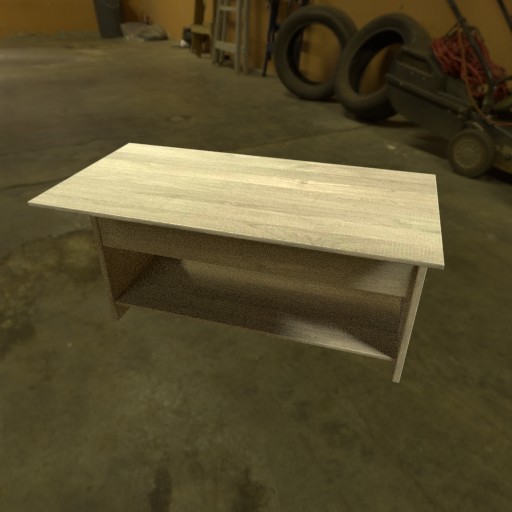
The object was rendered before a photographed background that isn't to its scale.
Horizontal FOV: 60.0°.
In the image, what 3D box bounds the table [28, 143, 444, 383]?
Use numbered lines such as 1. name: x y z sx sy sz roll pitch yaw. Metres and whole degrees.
1. table: 0.000 0.000 1.444 1.000 0.570 0.712 9 33 14
